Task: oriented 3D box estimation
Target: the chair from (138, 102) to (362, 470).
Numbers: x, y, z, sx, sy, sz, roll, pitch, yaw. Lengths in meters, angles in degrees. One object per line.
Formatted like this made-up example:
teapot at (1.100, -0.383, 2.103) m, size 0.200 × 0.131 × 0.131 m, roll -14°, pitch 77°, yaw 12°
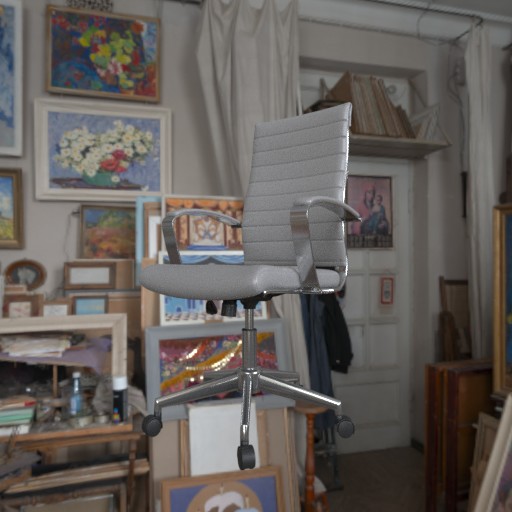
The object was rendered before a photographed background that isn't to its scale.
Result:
chair at (0.000, 0.000, 1.548) m, size 0.679 × 1.149 × 0.667 m, roll 0°, pitch -1°, yaw 37°
